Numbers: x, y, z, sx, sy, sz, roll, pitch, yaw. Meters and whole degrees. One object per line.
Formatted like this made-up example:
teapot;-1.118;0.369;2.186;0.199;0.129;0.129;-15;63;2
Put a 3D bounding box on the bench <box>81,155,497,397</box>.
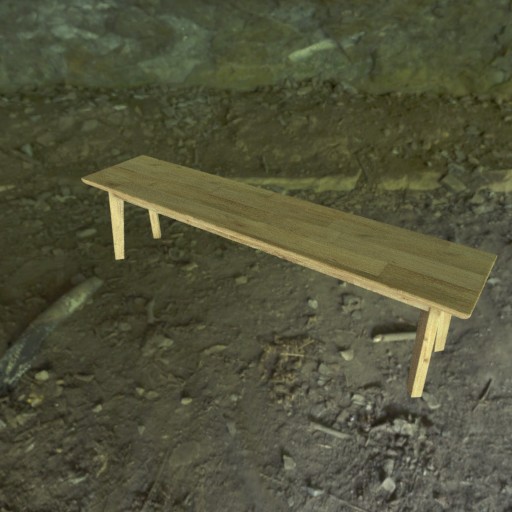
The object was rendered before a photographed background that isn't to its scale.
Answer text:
bench;0.000;0.000;1.870;1.698;0.431;0.378;21;38;29
